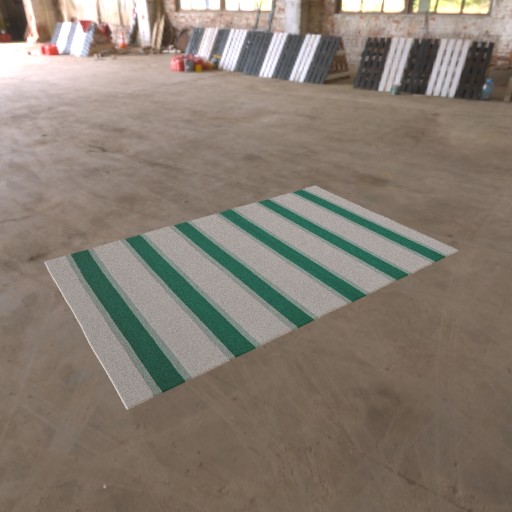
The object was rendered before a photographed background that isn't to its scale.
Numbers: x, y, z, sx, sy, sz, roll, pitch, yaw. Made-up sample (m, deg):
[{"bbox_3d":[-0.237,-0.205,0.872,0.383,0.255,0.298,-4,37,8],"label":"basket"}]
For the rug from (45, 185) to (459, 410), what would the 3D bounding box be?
[{"bbox_3d":[0.000,0.000,3.060,2.436,0.015,1.521,-19,35,-30],"label":"rug"}]
